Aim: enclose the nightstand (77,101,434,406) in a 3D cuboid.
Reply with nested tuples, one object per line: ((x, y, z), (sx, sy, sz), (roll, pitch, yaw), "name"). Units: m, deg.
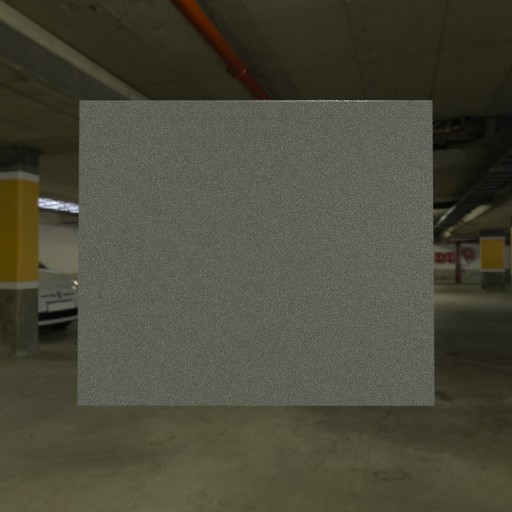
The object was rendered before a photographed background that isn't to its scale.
((0.000, 0.000, 0.744), (0.408, 0.351, 0.470), (0, -1, 0), "nightstand")
